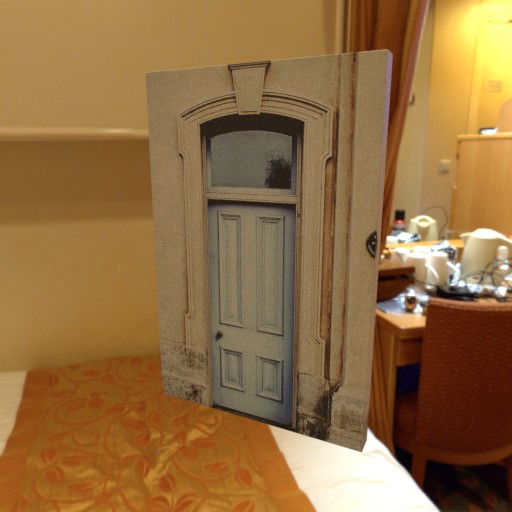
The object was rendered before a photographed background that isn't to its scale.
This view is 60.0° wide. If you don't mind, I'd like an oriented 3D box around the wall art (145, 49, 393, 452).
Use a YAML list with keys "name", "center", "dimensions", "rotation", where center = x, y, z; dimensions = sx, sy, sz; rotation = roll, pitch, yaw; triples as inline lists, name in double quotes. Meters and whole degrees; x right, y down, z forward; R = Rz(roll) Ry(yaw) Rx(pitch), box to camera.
- name: "wall art"
  center: [0.000, 0.000, 0.754]
  dimensions: [0.403, 0.607, 0.036]
  rotation: [7, 15, 26]
